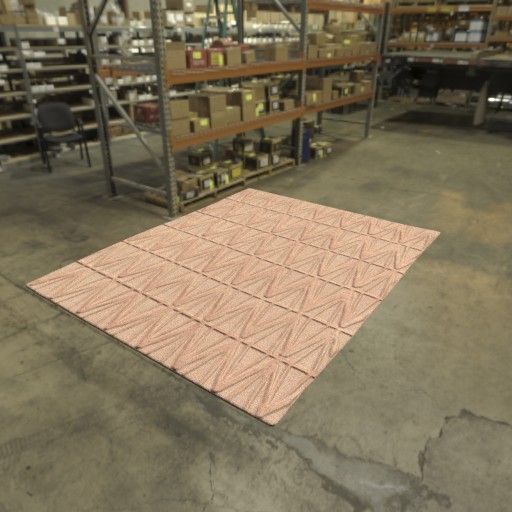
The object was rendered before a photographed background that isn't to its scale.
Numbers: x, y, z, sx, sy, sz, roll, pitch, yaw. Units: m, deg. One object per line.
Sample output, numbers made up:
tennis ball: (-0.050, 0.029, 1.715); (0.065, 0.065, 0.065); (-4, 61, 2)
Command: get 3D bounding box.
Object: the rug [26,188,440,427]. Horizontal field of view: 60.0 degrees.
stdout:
rug: (0.000, 0.000, 4.056); (2.453, 0.043, 3.052); (18, 32, 32)
